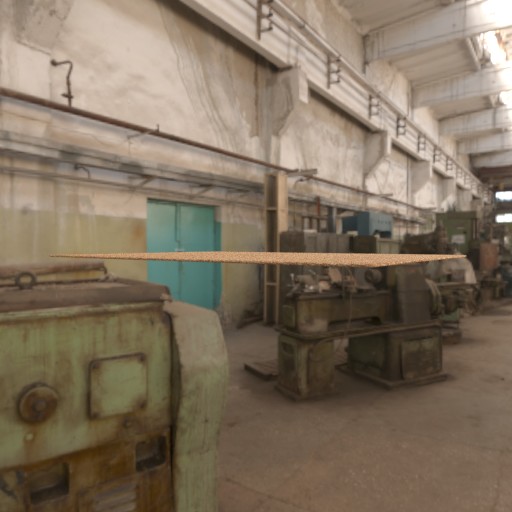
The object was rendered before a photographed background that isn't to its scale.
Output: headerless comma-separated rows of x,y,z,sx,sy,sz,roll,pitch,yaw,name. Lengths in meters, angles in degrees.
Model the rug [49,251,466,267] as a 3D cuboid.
0.000,0.000,2.756,2.141,0.013,1.566,1,2,36,rug
